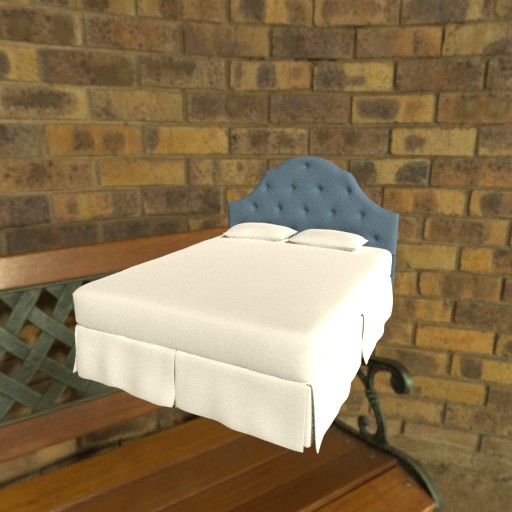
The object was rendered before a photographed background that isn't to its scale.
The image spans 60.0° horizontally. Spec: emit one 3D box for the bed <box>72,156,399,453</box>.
[{"bbox_3d":[0.000,0.000,3.869,2.039,1.617,2.477,8,17,26],"label":"bed"}]
